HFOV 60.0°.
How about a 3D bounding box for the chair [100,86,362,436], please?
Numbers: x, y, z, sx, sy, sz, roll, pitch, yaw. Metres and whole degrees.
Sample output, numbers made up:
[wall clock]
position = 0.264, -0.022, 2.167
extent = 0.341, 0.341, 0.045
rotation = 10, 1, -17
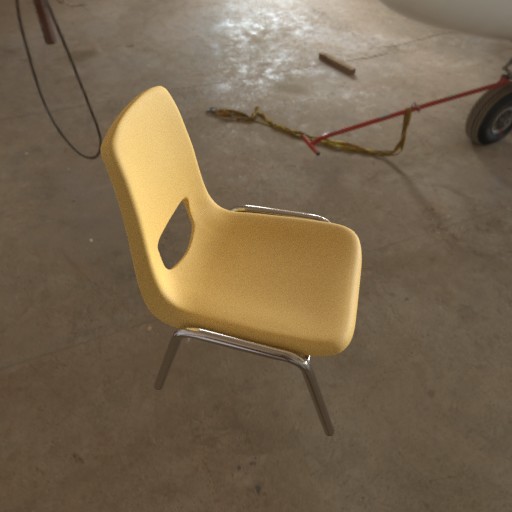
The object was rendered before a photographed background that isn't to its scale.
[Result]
[chair]
position = 0.000, 0.000, 0.796
extent = 0.385, 0.536, 0.354
rotation = 10, 46, 10
